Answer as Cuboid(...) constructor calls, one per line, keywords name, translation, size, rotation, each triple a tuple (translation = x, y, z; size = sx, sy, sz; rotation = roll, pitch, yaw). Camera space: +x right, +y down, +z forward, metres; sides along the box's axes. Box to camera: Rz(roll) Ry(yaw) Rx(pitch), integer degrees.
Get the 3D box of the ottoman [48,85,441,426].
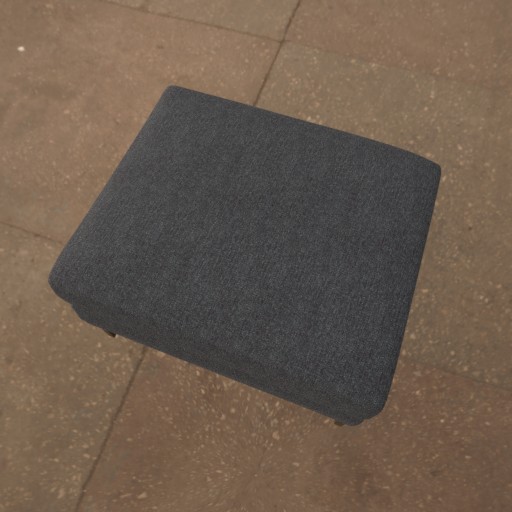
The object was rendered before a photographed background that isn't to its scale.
Cuboid(name="ottoman", translation=(0.000, 0.000, 1.293), size=(0.831, 0.533, 0.695), rotation=(19, 65, 9))
